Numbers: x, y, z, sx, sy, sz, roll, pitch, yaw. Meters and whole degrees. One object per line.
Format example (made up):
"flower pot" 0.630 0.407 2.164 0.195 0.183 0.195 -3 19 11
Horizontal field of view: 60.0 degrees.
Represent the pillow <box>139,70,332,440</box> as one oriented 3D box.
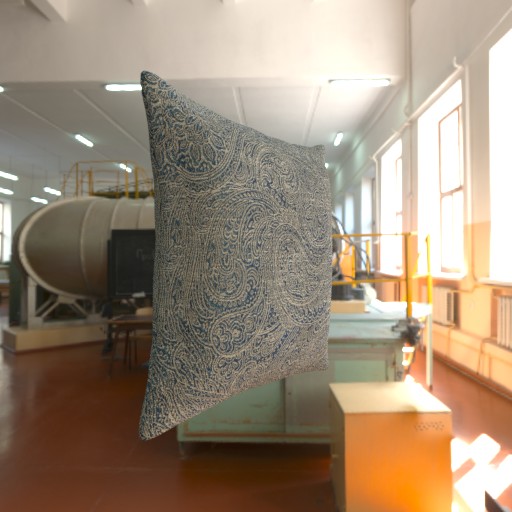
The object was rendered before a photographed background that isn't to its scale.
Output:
"pillow" 0.000 0.000 0.805 0.166 0.510 0.523 0 -1 37
